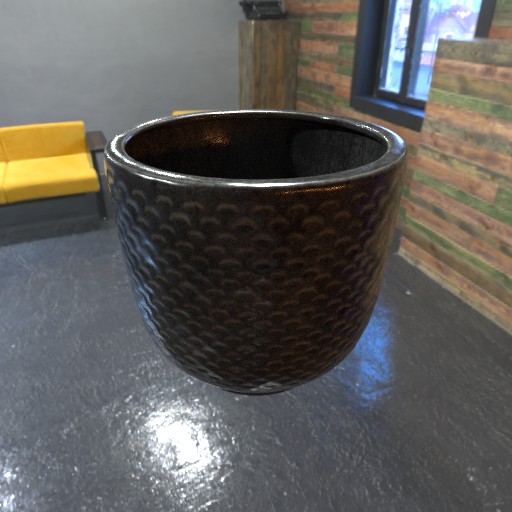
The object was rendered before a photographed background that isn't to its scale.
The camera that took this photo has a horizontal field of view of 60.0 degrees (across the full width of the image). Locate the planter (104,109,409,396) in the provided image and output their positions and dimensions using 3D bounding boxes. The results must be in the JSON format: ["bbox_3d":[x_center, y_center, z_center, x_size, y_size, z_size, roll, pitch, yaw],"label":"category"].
[{"bbox_3d":[0.000,0.000,0.240,0.140,0.129,0.140,0,29,0],"label":"planter"}]
